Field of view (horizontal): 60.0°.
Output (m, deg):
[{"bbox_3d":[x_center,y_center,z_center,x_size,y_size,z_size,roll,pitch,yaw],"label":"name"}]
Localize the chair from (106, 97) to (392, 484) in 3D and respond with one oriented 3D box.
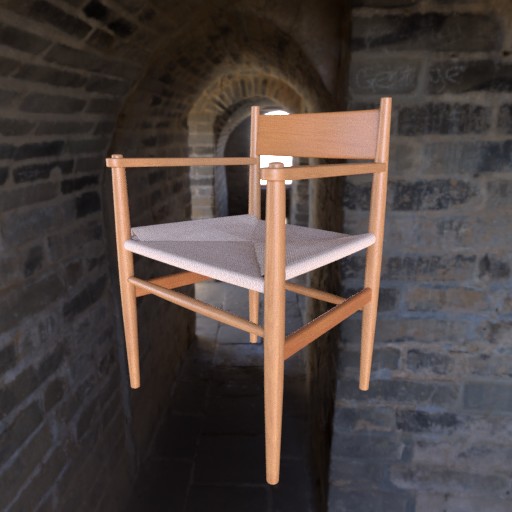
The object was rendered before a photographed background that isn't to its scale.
[{"bbox_3d":[0.000,0.000,1.124,0.556,0.762,0.495,14,20,42],"label":"chair"}]
